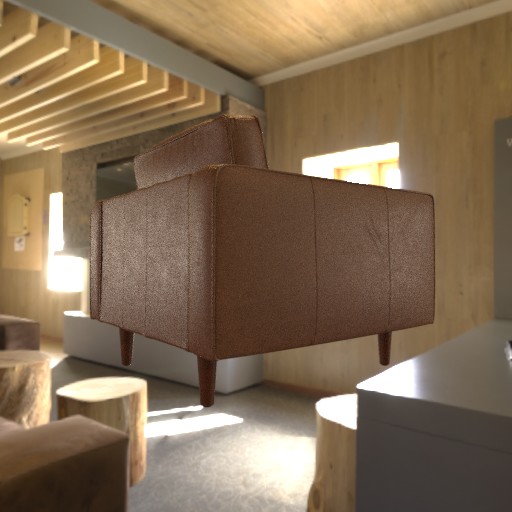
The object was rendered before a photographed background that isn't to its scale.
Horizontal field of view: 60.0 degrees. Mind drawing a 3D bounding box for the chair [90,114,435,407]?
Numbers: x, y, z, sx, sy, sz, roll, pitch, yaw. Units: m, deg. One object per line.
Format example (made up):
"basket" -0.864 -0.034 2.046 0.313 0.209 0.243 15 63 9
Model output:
"chair" 0.000 0.000 1.565 0.900 0.770 0.920 0 -1 -37
